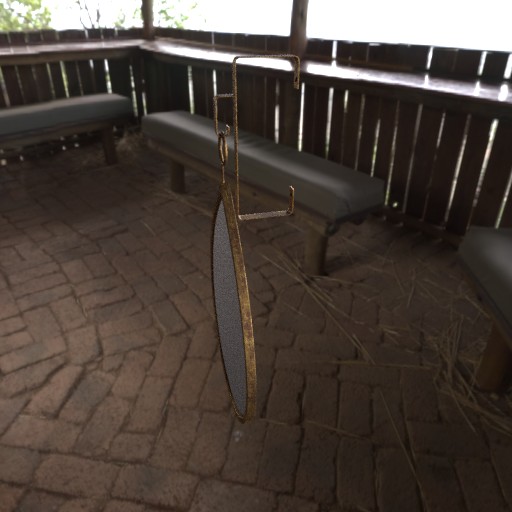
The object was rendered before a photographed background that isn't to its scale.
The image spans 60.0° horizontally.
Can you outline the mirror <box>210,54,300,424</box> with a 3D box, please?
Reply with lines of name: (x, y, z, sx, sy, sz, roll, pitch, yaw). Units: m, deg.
mirror: (0.000, 0.000, 0.902, 0.144, 0.744, 0.405, -7, 30, -13)
